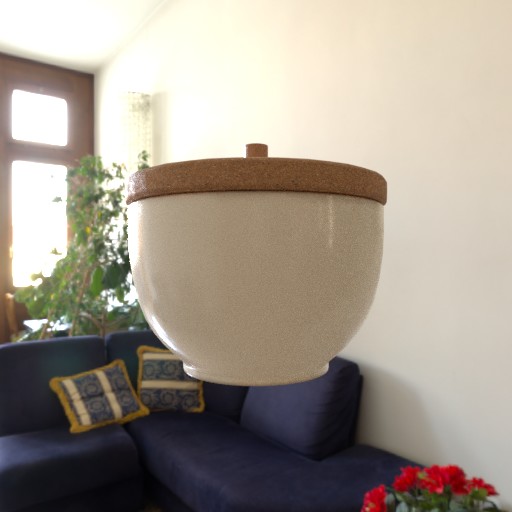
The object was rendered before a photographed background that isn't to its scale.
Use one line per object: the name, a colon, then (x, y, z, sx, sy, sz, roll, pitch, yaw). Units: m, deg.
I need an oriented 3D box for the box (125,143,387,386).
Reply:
box: (0.000, 0.000, 0.189, 0.107, 0.094, 0.107, 0, 0, 0)
